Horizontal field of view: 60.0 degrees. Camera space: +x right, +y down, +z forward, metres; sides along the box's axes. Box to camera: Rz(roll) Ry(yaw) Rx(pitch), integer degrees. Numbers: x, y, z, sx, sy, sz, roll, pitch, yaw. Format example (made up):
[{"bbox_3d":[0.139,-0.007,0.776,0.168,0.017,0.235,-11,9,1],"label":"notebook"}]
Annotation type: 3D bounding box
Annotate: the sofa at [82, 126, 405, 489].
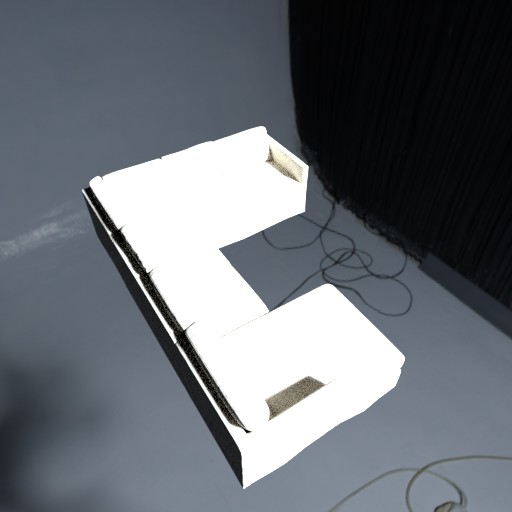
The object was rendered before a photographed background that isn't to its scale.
[{"bbox_3d":[0.000,0.000,4.536,2.448,0.882,3.464,-25,50,-23],"label":"sofa"}]
